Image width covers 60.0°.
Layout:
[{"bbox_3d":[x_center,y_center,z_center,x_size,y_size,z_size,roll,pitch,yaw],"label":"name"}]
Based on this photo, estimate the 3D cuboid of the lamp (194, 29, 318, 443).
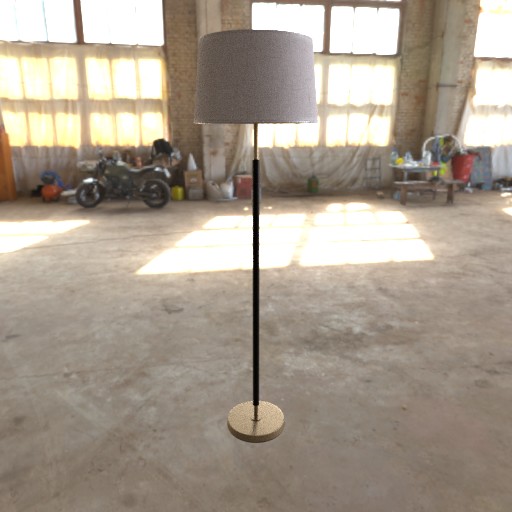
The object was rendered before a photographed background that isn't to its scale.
[{"bbox_3d":[0.000,0.000,1.635,0.420,1.447,0.420,0,16,0],"label":"lamp"}]
